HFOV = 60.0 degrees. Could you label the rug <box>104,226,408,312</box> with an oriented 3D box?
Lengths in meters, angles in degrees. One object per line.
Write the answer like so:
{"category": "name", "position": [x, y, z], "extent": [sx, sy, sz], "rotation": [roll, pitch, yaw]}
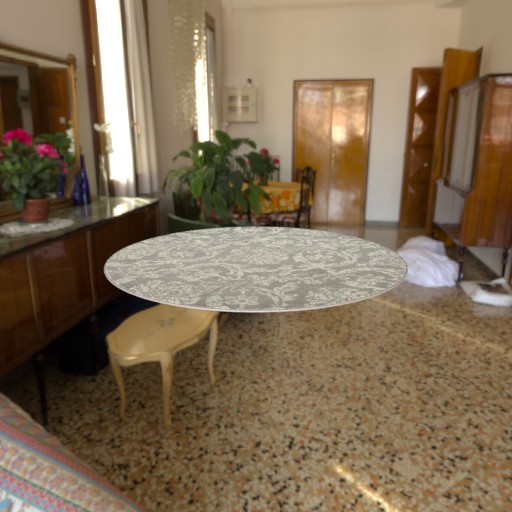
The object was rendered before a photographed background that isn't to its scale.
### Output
{"category": "rug", "position": [0.000, 0.000, 2.446], "extent": [1.593, 0.012, 1.593], "rotation": [0, 15, 0]}
